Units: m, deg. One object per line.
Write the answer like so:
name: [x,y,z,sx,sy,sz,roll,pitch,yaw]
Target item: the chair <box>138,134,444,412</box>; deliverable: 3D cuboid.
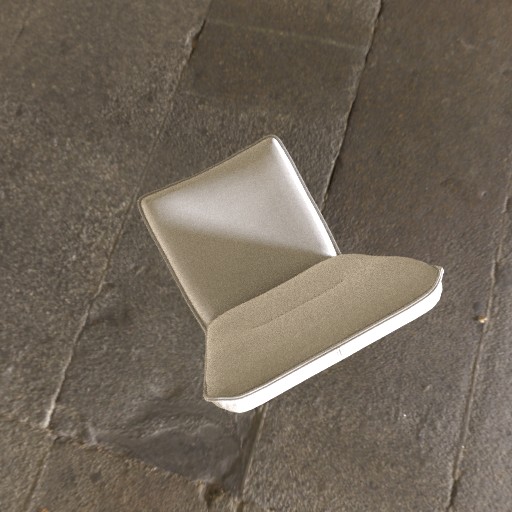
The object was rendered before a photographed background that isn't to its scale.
chair: [0.000,0.000,1.316,0.515,0.930,0.688,-27,78,-6]
